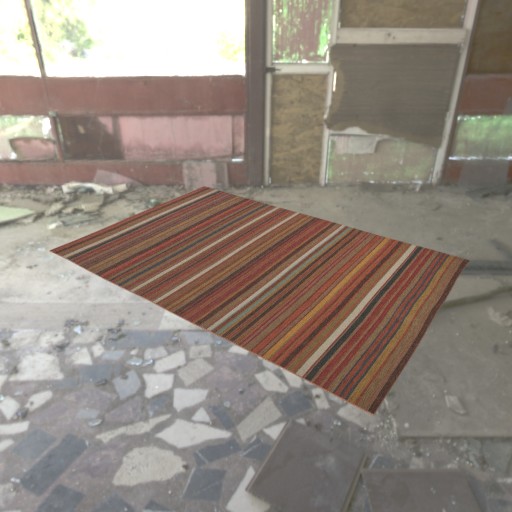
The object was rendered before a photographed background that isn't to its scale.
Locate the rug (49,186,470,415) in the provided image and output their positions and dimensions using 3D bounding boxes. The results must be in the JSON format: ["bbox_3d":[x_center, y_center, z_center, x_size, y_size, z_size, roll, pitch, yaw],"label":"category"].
[{"bbox_3d":[0.000,0.000,2.302,1.828,0.007,1.217,20,35,31],"label":"rug"}]
